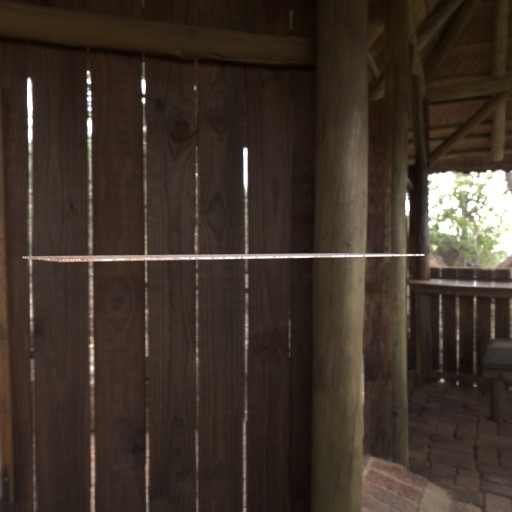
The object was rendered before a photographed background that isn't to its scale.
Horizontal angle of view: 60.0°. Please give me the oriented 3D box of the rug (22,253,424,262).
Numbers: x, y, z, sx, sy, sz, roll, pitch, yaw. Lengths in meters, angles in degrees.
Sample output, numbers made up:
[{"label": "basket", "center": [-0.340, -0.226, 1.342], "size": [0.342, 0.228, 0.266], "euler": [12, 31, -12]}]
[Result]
[{"label": "rug", "center": [0.000, 0.000, 2.703], "size": [2.435, 0.011, 0.750], "euler": [-1, 1, -37]}]
